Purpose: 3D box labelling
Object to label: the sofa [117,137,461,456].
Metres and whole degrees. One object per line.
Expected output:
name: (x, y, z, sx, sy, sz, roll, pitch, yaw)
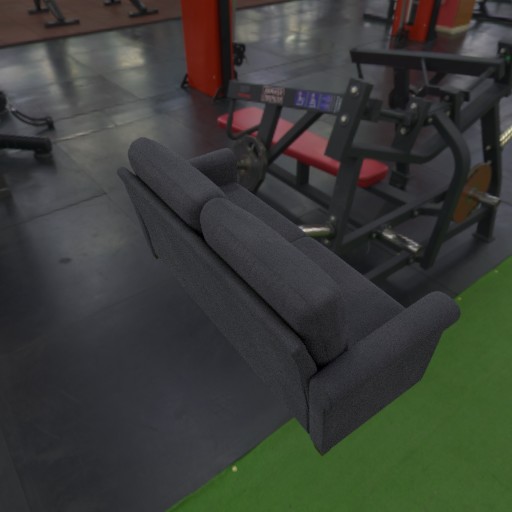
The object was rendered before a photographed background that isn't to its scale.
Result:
sofa: (0.000, 0.000, 2.436, 0.842, 0.942, 1.935, -24, 45, -27)
